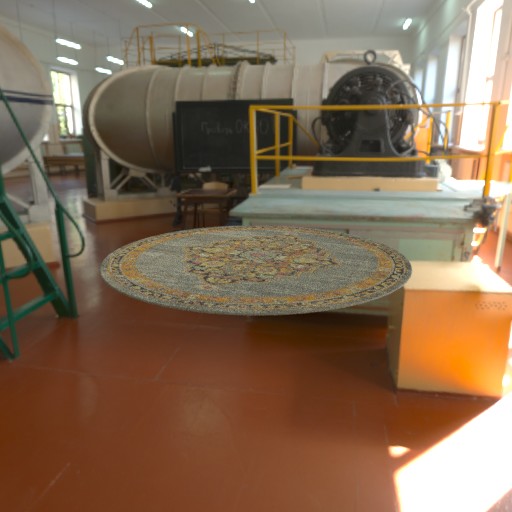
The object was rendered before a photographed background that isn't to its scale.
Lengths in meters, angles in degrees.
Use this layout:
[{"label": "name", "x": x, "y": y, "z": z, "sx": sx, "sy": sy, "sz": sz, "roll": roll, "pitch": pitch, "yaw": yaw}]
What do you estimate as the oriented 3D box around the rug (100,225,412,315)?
[{"label": "rug", "x": 0.000, "y": 0.000, "z": 2.391, "sx": 1.598, "sy": 0.010, "sz": 1.598, "roll": 0, "pitch": 16, "yaw": 0}]
